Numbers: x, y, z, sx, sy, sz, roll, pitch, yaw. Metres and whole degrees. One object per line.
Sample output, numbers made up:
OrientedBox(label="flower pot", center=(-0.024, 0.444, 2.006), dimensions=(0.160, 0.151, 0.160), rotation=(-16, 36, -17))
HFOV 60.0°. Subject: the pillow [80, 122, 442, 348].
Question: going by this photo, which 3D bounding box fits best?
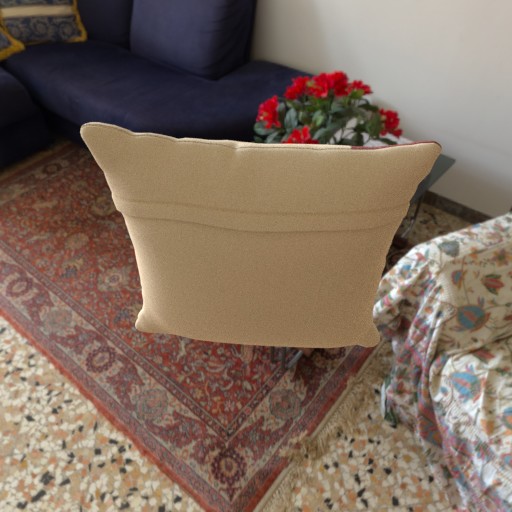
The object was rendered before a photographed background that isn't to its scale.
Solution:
OrientedBox(label="pillow", center=(0.000, 0.000, 0.797), dimensions=(0.536, 0.506, 0.229), rotation=(3, 46, 3))
